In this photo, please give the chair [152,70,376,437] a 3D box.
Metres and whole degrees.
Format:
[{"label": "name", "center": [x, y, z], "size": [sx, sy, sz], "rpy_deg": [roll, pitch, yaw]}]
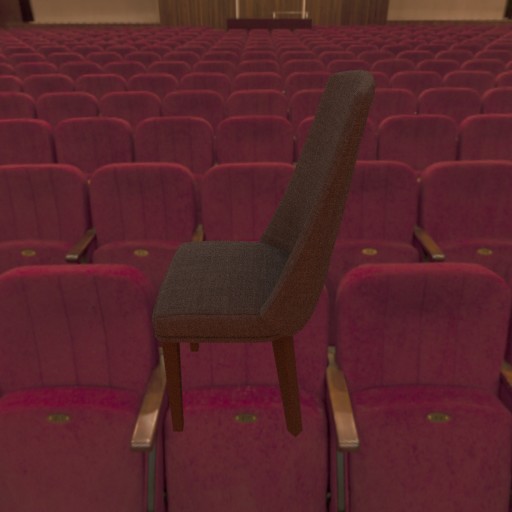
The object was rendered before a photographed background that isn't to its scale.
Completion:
[{"label": "chair", "center": [0.000, 0.000, 1.359], "size": [0.577, 1.050, 0.510], "rpy_deg": [0, 27, 1]}]
